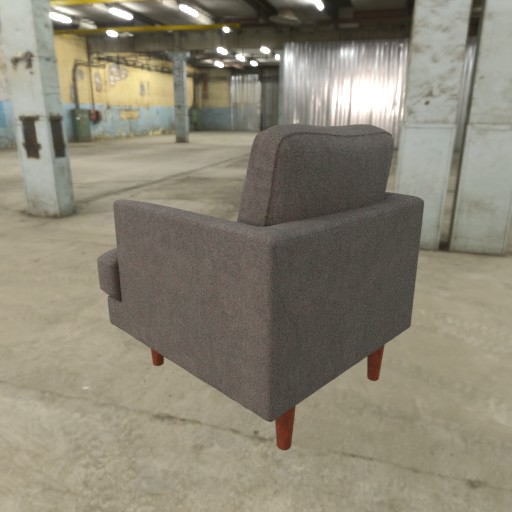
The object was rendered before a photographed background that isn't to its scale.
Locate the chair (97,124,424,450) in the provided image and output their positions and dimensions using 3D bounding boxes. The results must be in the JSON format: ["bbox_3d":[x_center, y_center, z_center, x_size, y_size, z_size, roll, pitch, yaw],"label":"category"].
[{"bbox_3d":[0.000,0.000,1.664,0.899,0.957,0.858,16,23,42],"label":"chair"}]
